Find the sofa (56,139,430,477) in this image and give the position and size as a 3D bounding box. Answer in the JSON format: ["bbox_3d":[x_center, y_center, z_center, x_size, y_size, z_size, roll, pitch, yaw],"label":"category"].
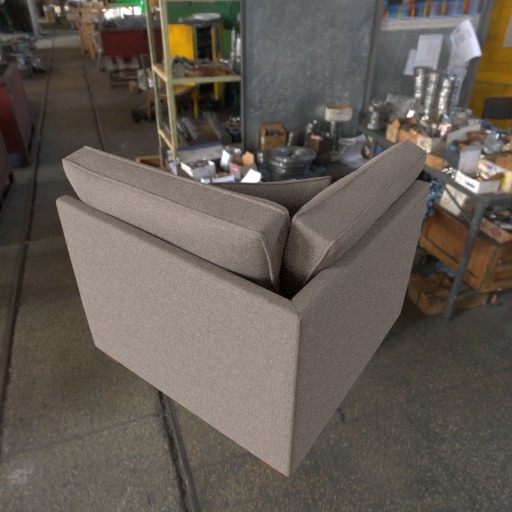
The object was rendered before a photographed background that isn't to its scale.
[{"bbox_3d":[0.000,0.000,1.837,1.042,0.951,1.050,22,39,30],"label":"sofa"}]
